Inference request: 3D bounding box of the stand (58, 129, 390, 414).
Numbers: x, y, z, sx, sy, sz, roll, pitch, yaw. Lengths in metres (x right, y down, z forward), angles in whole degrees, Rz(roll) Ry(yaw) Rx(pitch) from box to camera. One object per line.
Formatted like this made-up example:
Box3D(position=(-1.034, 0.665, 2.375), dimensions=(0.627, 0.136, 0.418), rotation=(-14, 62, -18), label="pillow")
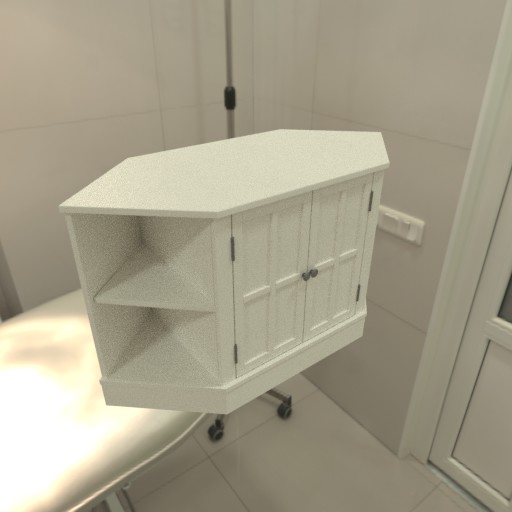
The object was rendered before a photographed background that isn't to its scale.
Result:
Box3D(position=(0.000, 0.000, 1.389), dimensions=(1.072, 0.614, 0.477), rotation=(-20, 35, -32), label="stand")
